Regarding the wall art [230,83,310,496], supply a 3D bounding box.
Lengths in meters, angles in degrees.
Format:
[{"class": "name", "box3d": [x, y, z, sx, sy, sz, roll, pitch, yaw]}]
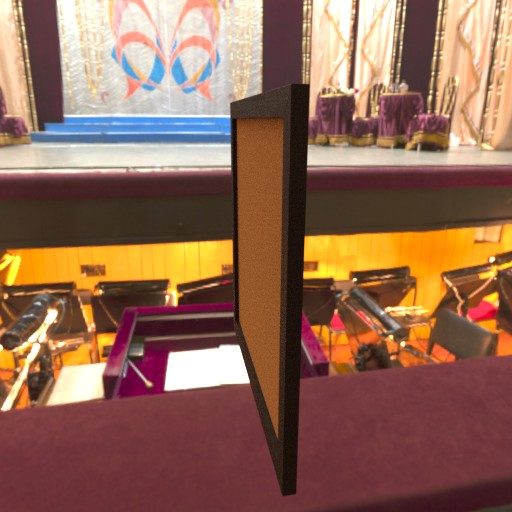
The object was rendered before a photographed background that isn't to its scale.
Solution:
[{"class": "wall art", "box3d": [0.000, 0.000, 1.500, 0.038, 1.016, 1.016, -3, 17, -10]}]
